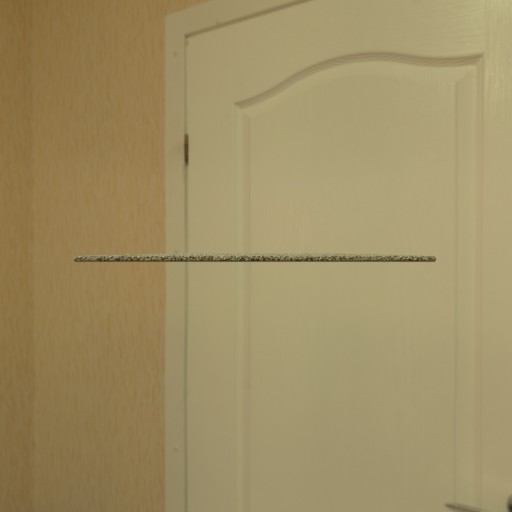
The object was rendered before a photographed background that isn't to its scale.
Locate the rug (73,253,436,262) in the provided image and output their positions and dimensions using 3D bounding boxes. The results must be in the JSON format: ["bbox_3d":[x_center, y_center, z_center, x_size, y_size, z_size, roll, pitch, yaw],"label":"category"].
[{"bbox_3d":[0.000,0.000,3.523,1.778,0.030,2.743,0,1,0],"label":"rug"}]
